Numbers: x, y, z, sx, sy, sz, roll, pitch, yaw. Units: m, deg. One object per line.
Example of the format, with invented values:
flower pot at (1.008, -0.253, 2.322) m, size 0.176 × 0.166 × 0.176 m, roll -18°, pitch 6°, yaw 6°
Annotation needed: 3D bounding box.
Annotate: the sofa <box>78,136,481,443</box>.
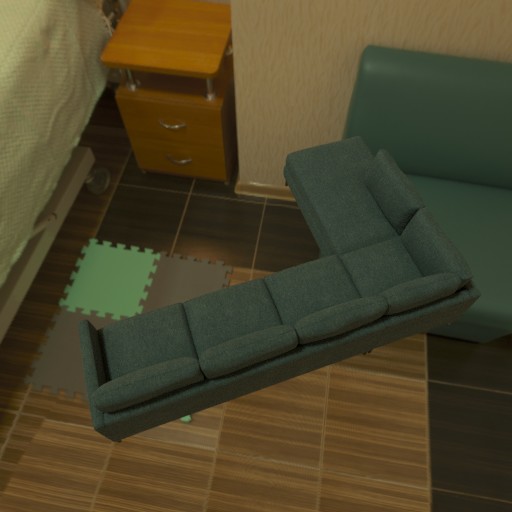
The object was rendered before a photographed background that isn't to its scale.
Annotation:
sofa at (0.000, 0.000, 3.724) m, size 2.949 × 0.815 × 2.007 m, roll -17°, pitch 60°, yaw -10°
